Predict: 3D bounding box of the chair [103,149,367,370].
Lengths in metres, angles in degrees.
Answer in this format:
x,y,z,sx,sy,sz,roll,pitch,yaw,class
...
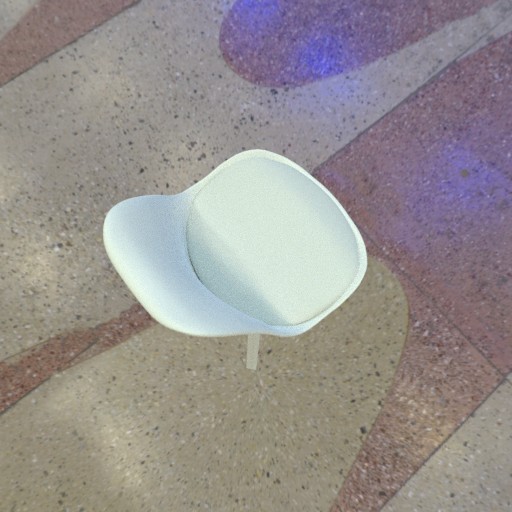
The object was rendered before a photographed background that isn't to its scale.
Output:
x,y,z,sx,sy,sz,roll,pitch,yaw,class
0.000,0.000,1.193,0.550,0.850,0.485,-38,78,-10,chair
